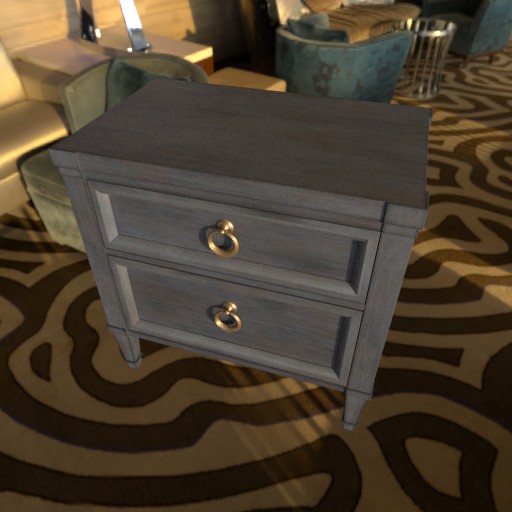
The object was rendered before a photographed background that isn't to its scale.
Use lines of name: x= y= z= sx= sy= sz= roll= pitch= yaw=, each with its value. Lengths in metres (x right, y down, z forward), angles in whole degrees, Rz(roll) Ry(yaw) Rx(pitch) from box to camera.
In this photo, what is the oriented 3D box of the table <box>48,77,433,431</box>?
table: x=0.000 y=0.000 z=1.081 sx=0.660 sy=0.660 sz=0.413 roll=12 pitch=41 yaw=14
